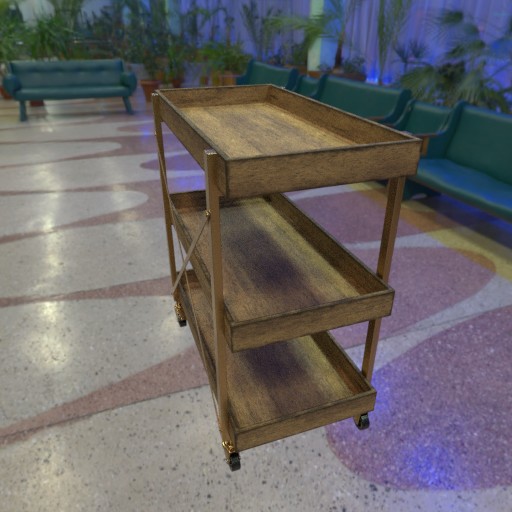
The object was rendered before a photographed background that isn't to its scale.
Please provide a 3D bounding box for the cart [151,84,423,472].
[{"bbox_3d":[0.000,0.000,1.246,0.416,0.799,0.750,-10,30,-17],"label":"cart"}]
